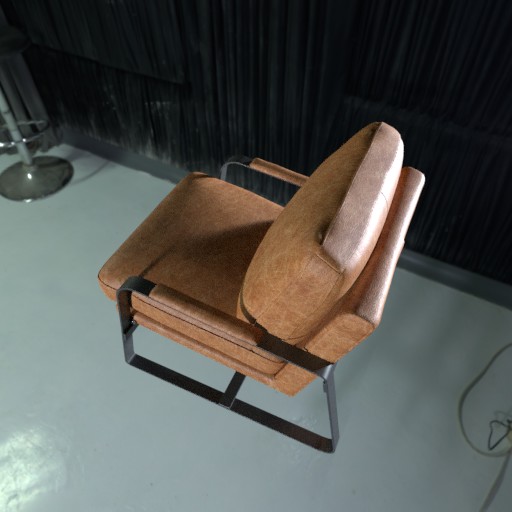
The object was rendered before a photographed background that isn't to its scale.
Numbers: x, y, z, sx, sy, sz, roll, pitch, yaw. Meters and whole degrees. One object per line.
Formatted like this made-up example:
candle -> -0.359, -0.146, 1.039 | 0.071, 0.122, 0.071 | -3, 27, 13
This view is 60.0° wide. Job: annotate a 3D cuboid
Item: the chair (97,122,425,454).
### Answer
chair -> 0.000, 0.000, 1.352 | 0.801, 0.777, 0.651 | 19, 50, 16
